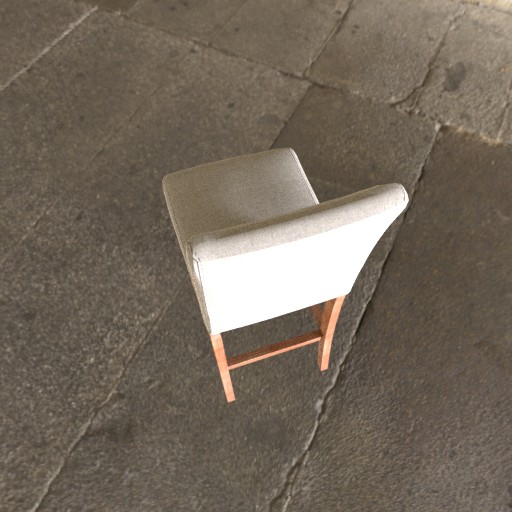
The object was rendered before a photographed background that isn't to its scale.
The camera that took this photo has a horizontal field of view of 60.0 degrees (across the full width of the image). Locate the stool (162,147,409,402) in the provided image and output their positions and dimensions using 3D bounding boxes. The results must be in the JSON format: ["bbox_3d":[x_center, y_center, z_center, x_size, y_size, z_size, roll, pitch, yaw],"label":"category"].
[{"bbox_3d":[0.000,0.000,1.377,0.439,1.088,0.570,-16,61,-9],"label":"stool"}]
